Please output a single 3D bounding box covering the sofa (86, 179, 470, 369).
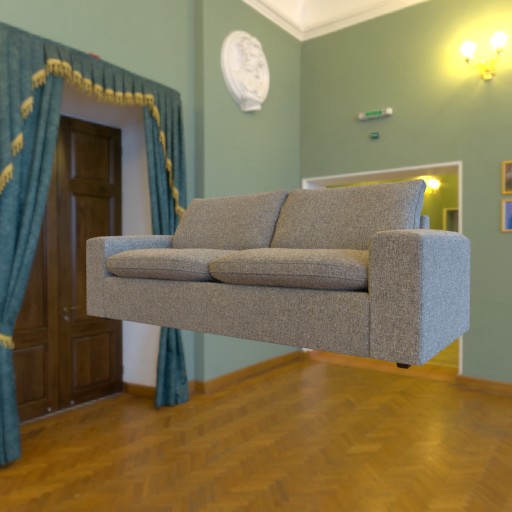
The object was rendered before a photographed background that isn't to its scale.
[{"bbox_3d":[0.000,0.000,2.805,2.299,0.922,1.040,1,1,36],"label":"sofa"}]
